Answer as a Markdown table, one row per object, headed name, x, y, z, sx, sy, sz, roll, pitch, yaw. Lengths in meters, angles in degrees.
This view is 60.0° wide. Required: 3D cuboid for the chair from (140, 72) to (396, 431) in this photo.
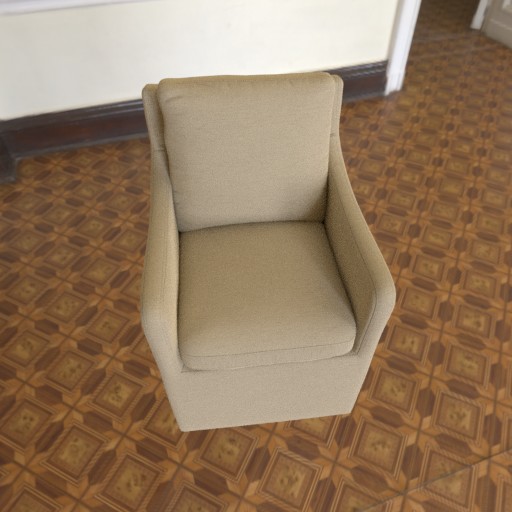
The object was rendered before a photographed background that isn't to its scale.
| name | x | y | z | sx | sy | sz | roll | pitch | yaw |
| --- | --- | --- | --- | --- | --- | --- | --- | --- | --- |
| chair | 0.000 | 0.000 | 1.355 | 0.626 | 0.914 | 0.694 | -5 | 46 | -4 |
